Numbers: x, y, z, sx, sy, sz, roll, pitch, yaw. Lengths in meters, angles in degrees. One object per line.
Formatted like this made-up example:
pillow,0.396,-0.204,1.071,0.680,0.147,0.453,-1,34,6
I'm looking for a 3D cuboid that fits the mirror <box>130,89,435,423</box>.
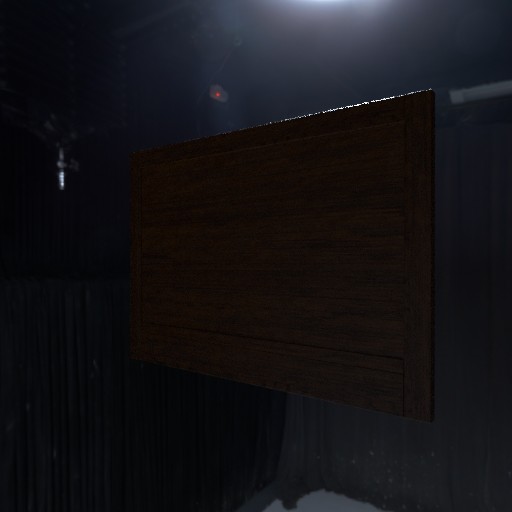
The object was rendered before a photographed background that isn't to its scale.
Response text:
mirror,0.000,0.000,0.967,0.758,0.537,0.084,0,0,36
